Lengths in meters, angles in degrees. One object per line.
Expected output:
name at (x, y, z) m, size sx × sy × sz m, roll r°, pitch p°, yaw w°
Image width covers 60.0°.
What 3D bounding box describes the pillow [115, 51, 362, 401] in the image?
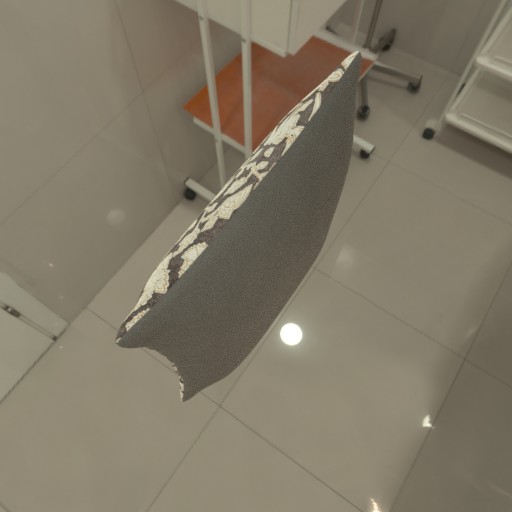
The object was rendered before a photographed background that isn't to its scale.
pillow at (0.000, 0.000, 0.781) m, size 0.166 × 0.507 × 0.526 m, roll 32°, pitch 69°, yaw 14°
